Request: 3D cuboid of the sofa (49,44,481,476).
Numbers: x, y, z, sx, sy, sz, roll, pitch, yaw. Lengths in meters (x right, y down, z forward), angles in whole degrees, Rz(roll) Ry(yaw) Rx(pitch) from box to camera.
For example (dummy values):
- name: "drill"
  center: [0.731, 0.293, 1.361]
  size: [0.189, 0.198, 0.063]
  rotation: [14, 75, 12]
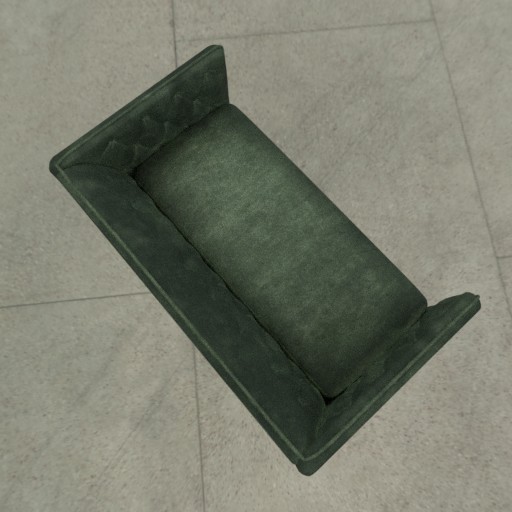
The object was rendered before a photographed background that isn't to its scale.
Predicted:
- name: "sofa"
  center: [0.000, 0.000, 2.011]
  size: [0.895, 0.768, 1.537]
  rotation: [-40, 78, -10]
